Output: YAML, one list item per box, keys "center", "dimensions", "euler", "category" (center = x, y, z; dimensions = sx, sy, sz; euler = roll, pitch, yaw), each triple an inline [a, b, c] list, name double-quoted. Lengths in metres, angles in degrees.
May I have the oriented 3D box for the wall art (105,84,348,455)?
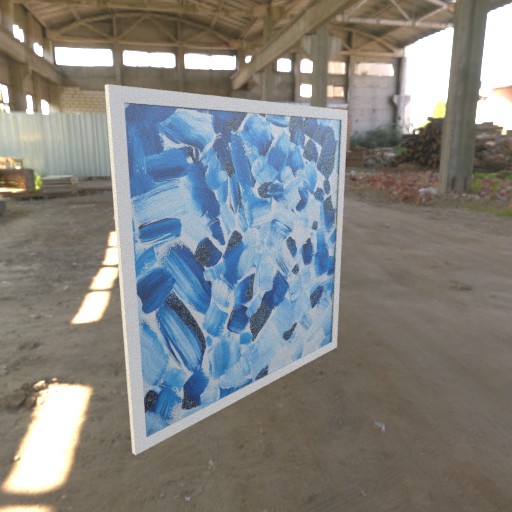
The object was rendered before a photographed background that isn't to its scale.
- center: [0.000, 0.000, 1.222]
  dimensions: [0.015, 0.812, 0.812]
  euler: [13, 19, 43]
  category: "wall art"
